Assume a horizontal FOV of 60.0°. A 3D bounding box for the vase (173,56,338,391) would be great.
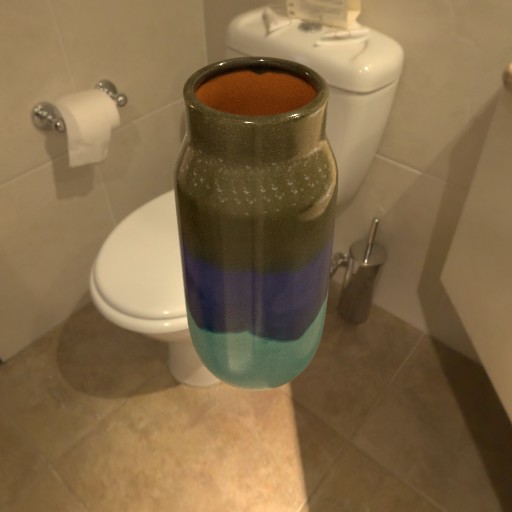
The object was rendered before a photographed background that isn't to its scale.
[{"bbox_3d":[0.000,0.000,0.392,0.139,0.313,0.139,0,46,0],"label":"vase"}]
